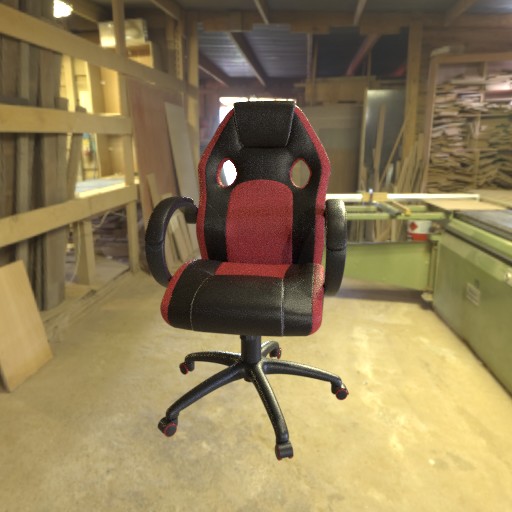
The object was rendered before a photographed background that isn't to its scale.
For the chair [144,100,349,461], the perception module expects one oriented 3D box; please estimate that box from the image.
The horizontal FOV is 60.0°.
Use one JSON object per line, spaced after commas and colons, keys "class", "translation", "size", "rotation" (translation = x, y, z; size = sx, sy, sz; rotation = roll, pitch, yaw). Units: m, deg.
{"class": "chair", "translation": [0.000, 0.000, 1.684], "size": [0.750, 1.189, 0.783], "rotation": [2, 14, 8]}
